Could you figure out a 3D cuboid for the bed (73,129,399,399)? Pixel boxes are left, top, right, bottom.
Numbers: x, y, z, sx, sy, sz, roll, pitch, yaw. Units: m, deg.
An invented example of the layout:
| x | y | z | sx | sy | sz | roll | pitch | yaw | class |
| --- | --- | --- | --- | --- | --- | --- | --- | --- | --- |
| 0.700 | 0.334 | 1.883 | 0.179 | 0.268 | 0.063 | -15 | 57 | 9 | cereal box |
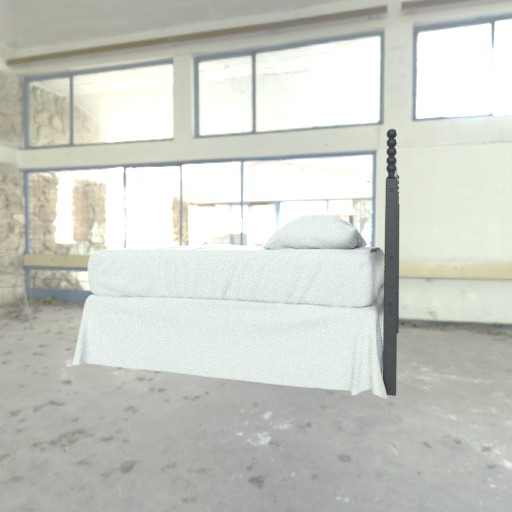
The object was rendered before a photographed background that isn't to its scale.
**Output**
| x | y | z | sx | sy | sz | roll | pitch | yaw | class |
| --- | --- | --- | --- | --- | --- | --- | --- | --- | --- |
| 0.000 | 0.000 | 3.320 | 2.040 | 1.356 | 1.873 | 1 | 2 | 18 | bed |
